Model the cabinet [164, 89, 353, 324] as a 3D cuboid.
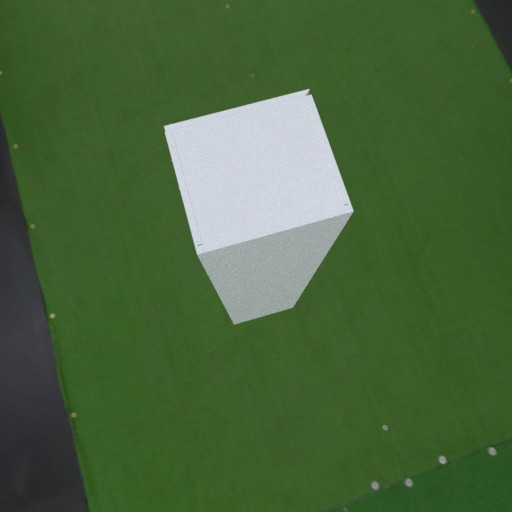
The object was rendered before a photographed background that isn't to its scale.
[{"bbox_3d":[0.000,0.000,1.525,0.300,1.400,0.270,-16,77,-4],"label":"cabinet"}]
